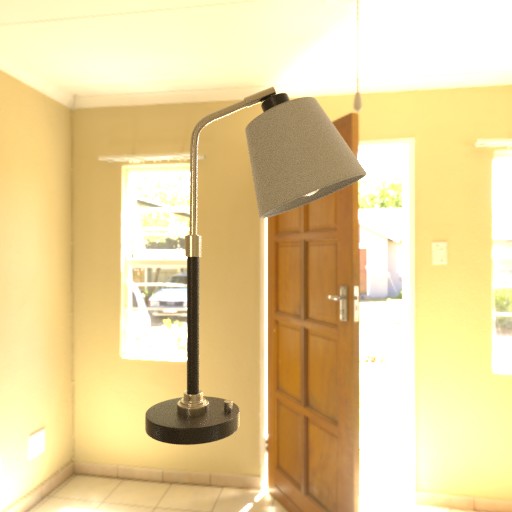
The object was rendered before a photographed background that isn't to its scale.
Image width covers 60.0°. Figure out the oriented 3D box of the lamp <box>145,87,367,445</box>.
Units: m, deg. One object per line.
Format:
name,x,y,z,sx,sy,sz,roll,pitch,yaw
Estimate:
lamp,0.000,0.000,0.705,0.348,0.539,0.181,0,0,0
